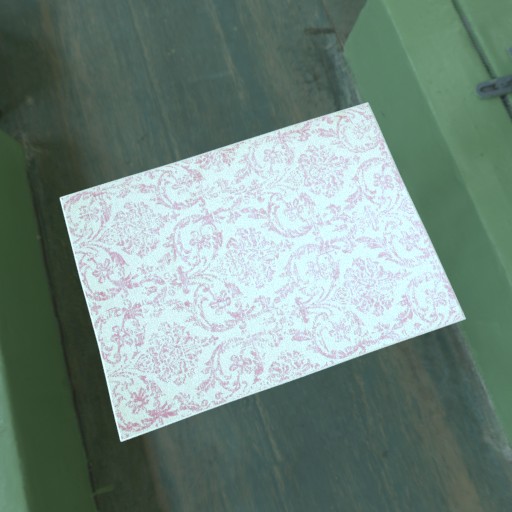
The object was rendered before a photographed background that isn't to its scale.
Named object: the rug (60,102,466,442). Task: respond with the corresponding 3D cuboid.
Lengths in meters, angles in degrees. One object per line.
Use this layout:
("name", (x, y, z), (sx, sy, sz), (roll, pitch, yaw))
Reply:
("rug", (0.000, 0.000, 2.837), (2.202, 0.014, 1.598), (-18, 77, -4))
